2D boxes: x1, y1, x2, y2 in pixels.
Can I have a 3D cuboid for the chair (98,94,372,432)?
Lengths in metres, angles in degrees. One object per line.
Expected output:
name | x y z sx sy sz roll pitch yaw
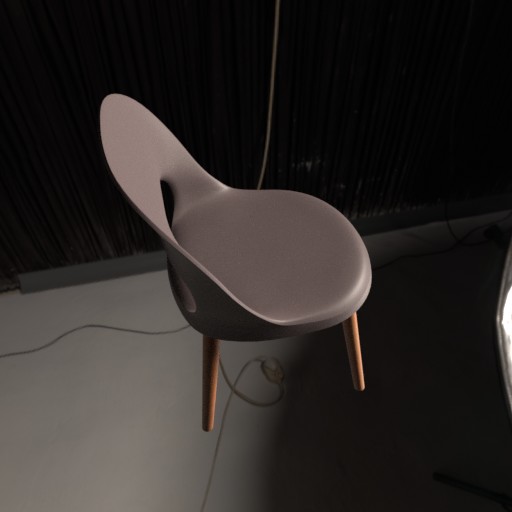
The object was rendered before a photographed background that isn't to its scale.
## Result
chair | 0.000 0.000 1.086 0.556 0.794 0.470 -11 47 -10
